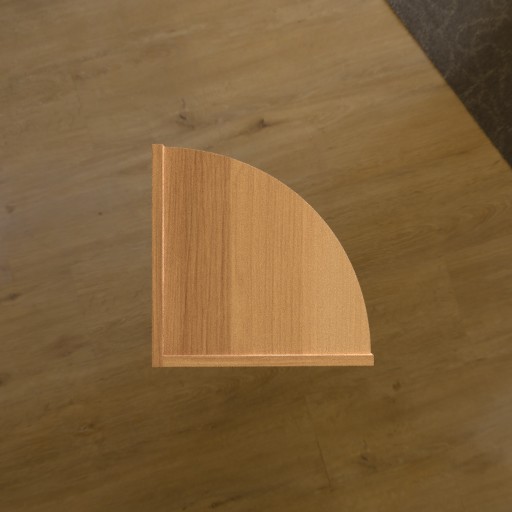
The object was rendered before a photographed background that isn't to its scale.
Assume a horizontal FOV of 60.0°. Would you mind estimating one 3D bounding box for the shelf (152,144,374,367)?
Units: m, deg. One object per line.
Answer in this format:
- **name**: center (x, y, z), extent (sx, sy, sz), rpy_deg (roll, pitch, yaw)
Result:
- **shelf**: center (0.000, 0.000, 1.015), extent (0.290, 0.872, 0.290), rpy_deg (0, 90, -1)
